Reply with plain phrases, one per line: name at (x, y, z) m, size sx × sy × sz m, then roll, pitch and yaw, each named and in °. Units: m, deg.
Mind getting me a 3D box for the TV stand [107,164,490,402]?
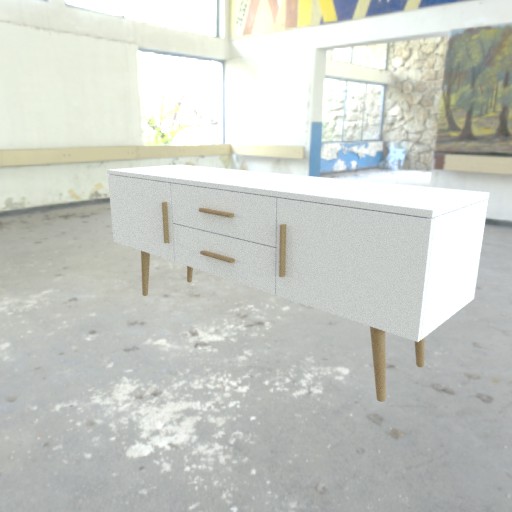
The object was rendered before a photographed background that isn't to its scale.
TV stand at (0.000, 0.000, 1.624) m, size 1.398 × 0.560 × 0.401 m, roll 15°, pitch 22°, yaw 41°
